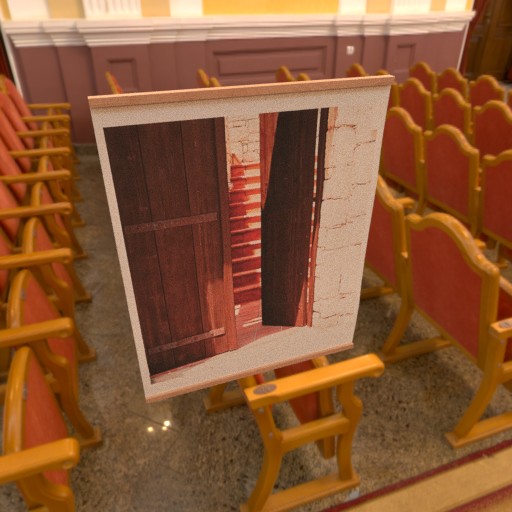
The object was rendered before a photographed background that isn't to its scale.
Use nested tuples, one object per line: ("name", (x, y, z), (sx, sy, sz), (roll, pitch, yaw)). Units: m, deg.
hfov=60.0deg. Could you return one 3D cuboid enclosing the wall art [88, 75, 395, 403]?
("wall art", (0.000, 0.000, 0.695), (0.406, 0.508, 0.013), (-11, 33, -17))
